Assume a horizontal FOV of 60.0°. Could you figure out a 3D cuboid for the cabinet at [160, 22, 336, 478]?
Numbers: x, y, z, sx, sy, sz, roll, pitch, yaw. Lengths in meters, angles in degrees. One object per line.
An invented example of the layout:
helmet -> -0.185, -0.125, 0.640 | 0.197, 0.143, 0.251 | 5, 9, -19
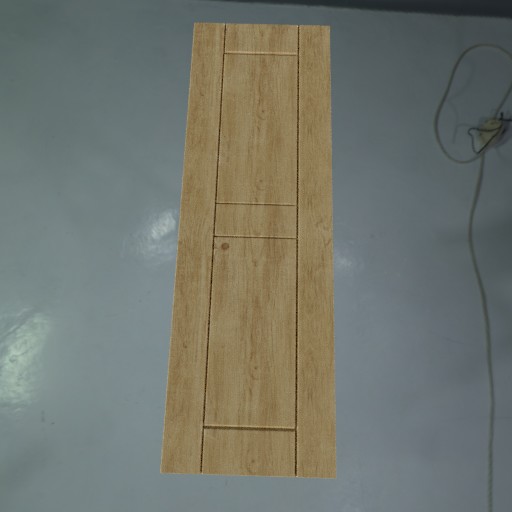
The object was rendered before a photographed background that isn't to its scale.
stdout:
cabinet -> 0.000, 0.000, 1.644 | 0.432, 0.810, 1.321 | 2, 76, 0
